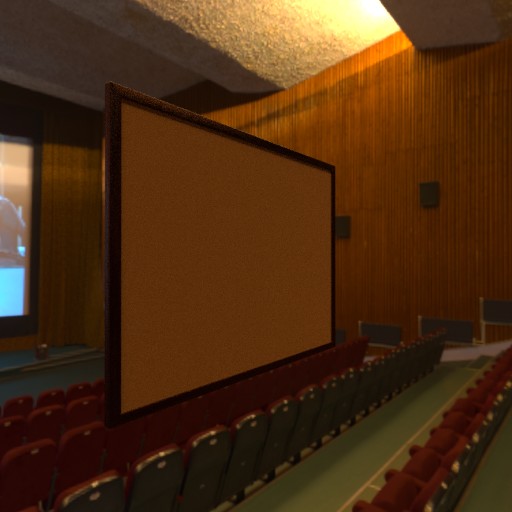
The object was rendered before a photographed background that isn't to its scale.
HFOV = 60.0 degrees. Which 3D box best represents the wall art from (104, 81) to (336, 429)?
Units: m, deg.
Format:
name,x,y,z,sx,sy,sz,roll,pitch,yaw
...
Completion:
name,x,y,z,sx,sy,sz,roll,pitch,yaw
wall art,0.000,0.000,1.045,0.014,0.559,0.816,0,0,36
